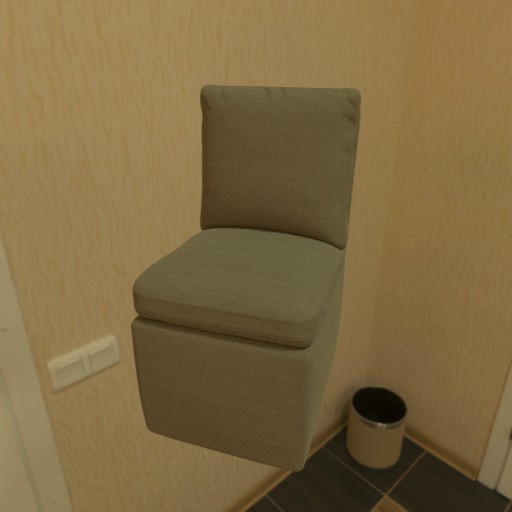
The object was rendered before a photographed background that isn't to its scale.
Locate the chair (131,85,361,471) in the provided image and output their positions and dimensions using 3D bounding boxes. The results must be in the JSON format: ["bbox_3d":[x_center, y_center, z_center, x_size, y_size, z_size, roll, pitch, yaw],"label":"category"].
[{"bbox_3d":[0.000,0.000,1.329,0.503,0.927,0.698,8,26,16],"label":"chair"}]
